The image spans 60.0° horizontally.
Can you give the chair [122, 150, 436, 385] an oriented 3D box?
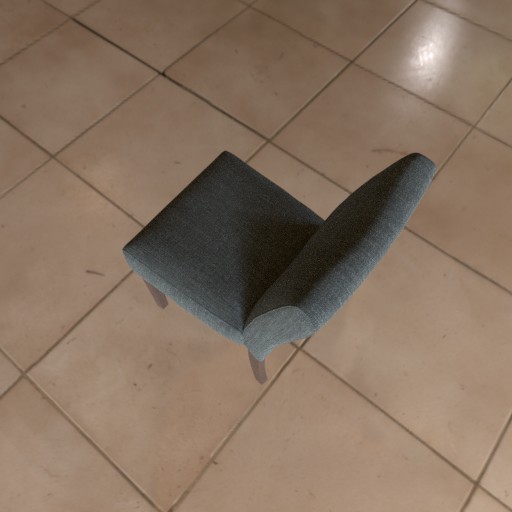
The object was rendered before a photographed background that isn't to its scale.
[{"bbox_3d":[0.000,0.000,1.280,0.629,0.884,0.487,35,68,16],"label":"chair"}]
